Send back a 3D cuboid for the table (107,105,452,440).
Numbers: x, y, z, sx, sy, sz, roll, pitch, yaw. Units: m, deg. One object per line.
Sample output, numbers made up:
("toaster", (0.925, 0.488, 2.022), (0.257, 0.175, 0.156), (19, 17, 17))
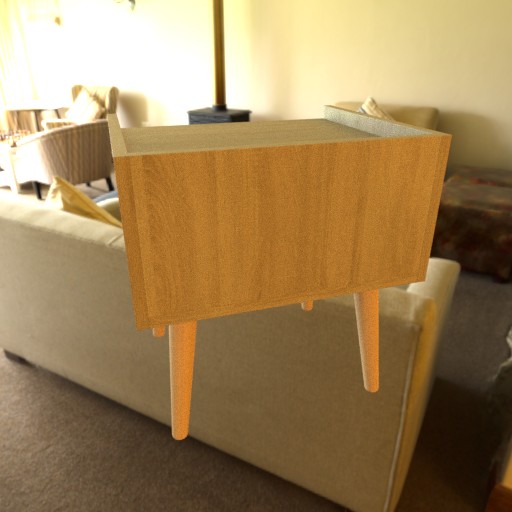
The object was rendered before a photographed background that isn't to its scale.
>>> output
("table", (0.000, 0.000, 0.809), (0.450, 0.470, 0.370), (-8, 26, -16))
